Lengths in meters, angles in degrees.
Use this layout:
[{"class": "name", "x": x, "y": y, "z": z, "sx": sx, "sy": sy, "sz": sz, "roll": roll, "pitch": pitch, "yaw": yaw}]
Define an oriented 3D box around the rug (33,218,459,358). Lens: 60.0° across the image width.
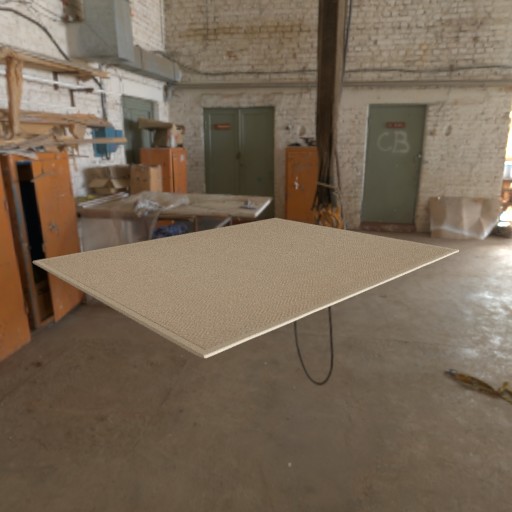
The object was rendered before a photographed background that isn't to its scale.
[{"class": "rug", "x": 0.000, "y": 0.000, "z": 4.007, "sx": 3.051, "sy": 0.020, "sz": 2.407, "roll": -14, "pitch": 20, "yaw": -42}]
